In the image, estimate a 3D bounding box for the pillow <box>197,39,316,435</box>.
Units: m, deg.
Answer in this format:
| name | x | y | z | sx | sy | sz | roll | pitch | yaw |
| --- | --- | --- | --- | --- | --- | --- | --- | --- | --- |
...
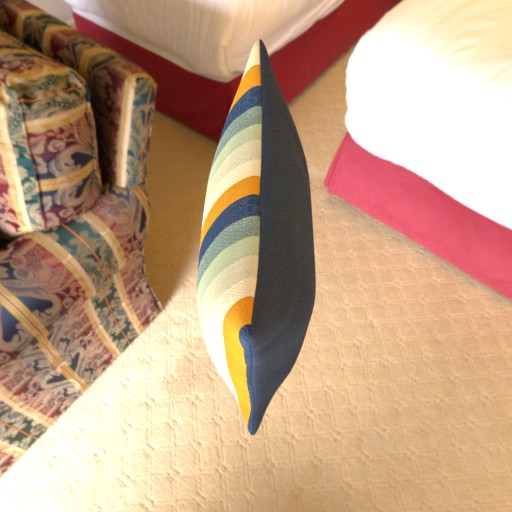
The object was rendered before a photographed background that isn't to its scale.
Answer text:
| name | x | y | z | sx | sy | sz | roll | pitch | yaw |
| --- | --- | --- | --- | --- | --- | --- | --- | --- | --- |
| pillow | 0.000 | 0.000 | 0.708 | 0.173 | 0.454 | 0.463 | 1 | 57 | 1 |
